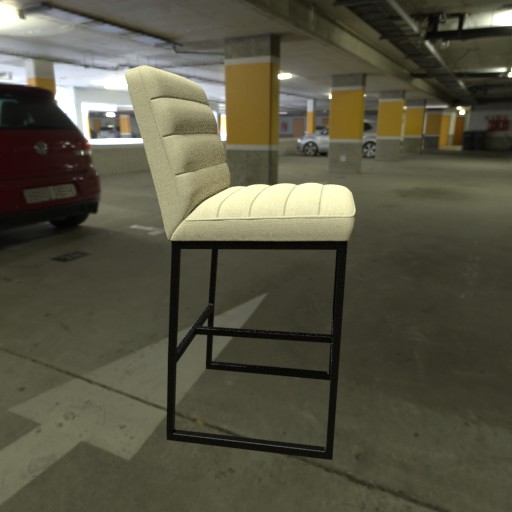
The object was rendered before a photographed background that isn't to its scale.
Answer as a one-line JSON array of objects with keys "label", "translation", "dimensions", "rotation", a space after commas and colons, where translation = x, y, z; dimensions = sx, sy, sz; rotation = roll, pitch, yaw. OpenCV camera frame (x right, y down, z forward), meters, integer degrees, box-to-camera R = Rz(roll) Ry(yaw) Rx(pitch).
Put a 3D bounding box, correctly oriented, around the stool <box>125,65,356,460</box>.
[{"label": "stool", "translation": [0.000, 0.000, 1.347], "dimensions": [0.560, 1.040, 0.460], "rotation": [3, 16, 10]}]
